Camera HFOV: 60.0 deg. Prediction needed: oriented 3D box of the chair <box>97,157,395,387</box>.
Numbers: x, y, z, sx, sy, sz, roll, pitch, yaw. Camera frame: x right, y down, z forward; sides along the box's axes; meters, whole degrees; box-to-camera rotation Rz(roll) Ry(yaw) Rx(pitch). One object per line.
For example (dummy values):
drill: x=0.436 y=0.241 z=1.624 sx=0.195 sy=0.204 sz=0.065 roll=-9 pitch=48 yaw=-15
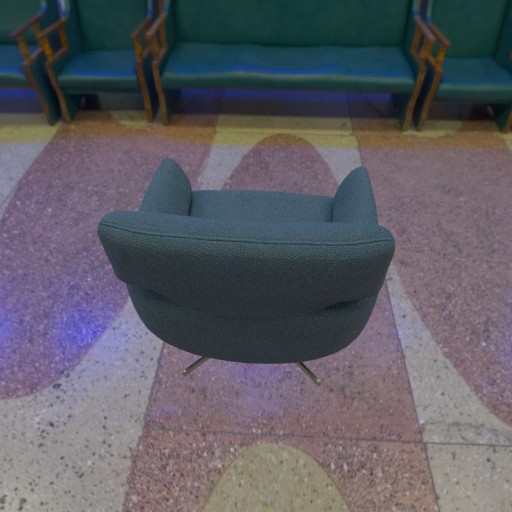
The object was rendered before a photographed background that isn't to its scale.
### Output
chair: x=0.000 y=0.000 z=1.397 sx=0.738 sy=0.813 sz=0.761 roll=3 pitch=46 yaw=3
